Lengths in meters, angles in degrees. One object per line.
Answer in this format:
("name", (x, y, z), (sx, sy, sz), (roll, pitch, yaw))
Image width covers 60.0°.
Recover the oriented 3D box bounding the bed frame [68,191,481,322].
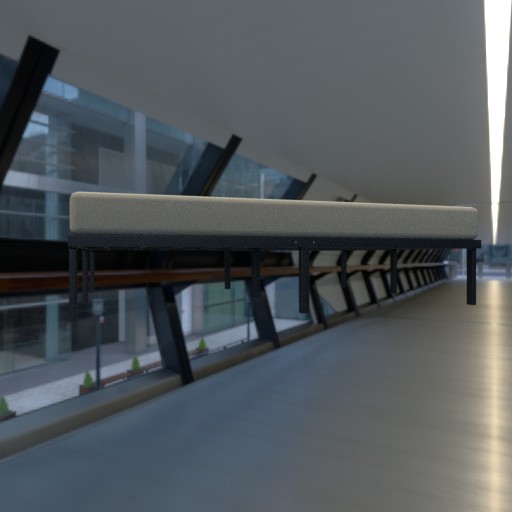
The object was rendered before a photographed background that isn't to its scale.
("bed frame", (0.000, 0.000, 3.593), (2.635, 0.680, 1.990), (0, 0, -17))
